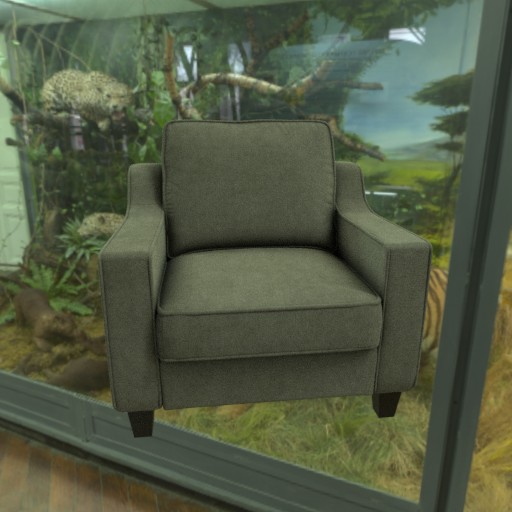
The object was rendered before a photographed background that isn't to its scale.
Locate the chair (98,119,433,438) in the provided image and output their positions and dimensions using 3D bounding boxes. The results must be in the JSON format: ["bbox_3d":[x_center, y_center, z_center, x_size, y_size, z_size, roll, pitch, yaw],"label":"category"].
[{"bbox_3d":[0.000,0.000,1.591,0.926,0.944,0.840,-2,16,-7],"label":"chair"}]
